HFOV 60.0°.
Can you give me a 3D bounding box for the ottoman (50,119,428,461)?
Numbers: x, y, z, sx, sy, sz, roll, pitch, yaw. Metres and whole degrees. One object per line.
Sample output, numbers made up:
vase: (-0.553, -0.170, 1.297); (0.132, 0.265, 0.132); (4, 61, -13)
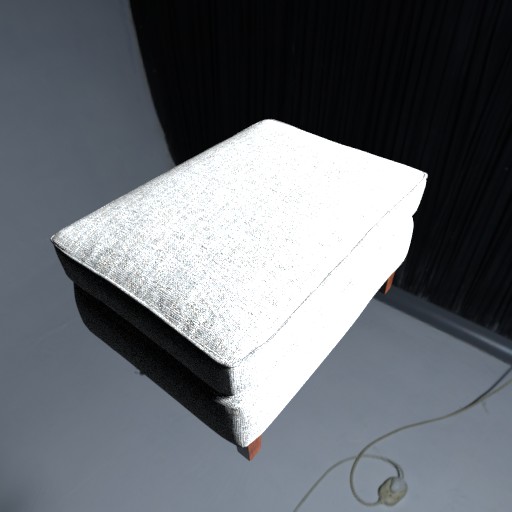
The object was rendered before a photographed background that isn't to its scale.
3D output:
ottoman: (0.000, 0.000, 1.002); (0.508, 0.406, 0.686); (28, 49, 28)
